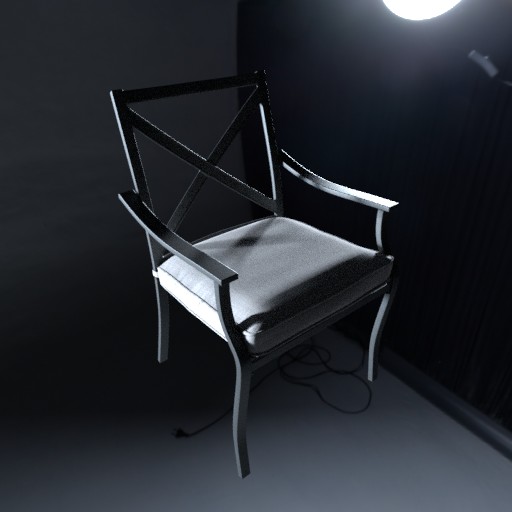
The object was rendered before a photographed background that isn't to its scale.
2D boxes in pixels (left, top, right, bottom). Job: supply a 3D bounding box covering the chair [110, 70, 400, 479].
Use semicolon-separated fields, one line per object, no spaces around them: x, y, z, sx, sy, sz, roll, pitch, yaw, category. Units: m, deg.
0.000;0.000;1.275;0.575;0.889;0.620;-23;38;-32;chair
